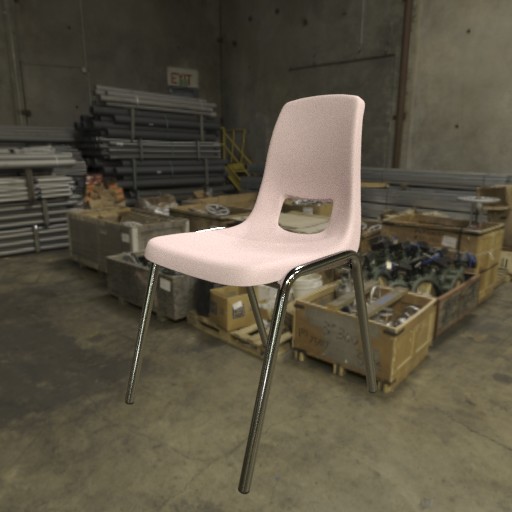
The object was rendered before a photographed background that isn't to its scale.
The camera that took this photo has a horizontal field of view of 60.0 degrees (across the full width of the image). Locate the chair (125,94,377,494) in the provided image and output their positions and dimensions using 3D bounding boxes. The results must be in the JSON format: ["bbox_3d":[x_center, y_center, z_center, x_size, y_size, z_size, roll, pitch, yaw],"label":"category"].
[{"bbox_3d":[0.000,0.000,0.907,0.381,0.653,0.436,13,19,43],"label":"chair"}]
